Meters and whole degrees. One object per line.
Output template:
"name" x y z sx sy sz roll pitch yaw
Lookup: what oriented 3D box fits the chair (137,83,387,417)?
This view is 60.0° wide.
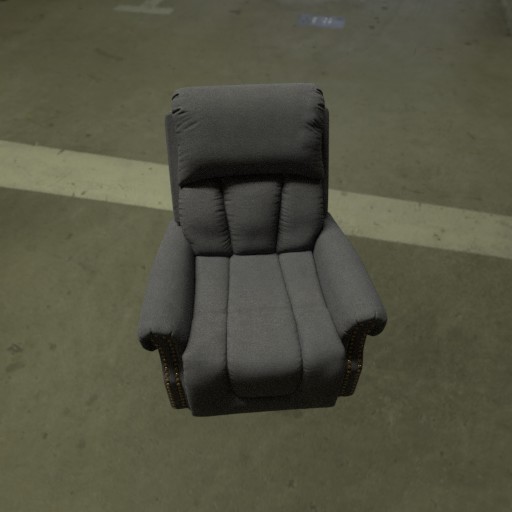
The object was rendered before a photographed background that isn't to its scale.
"chair" 0.000 0.000 1.788 0.871 1.031 0.979 -3 46 -3
